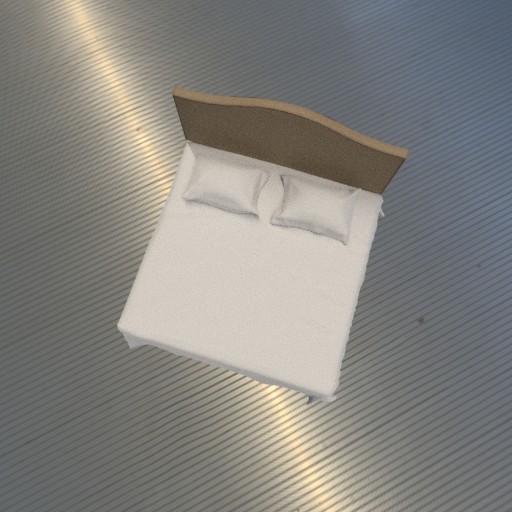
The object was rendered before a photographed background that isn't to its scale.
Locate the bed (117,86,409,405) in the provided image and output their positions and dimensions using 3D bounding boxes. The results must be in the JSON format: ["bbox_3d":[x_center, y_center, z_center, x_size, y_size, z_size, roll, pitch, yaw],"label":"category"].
[{"bbox_3d":[0.000,0.000,3.937,2.311,1.651,2.222,17,76,4],"label":"bed"}]
